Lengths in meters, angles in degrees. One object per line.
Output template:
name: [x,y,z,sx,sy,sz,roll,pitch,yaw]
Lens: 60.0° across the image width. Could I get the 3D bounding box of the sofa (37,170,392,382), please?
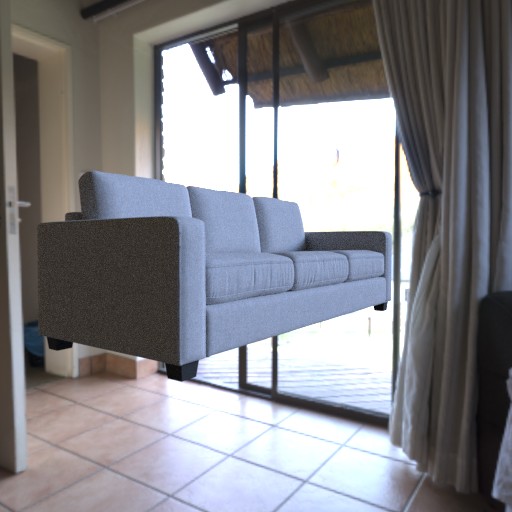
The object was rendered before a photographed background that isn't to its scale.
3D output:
sofa: [0.000,0.000,2.559,0.900,0.800,2.120,1,2,35]
